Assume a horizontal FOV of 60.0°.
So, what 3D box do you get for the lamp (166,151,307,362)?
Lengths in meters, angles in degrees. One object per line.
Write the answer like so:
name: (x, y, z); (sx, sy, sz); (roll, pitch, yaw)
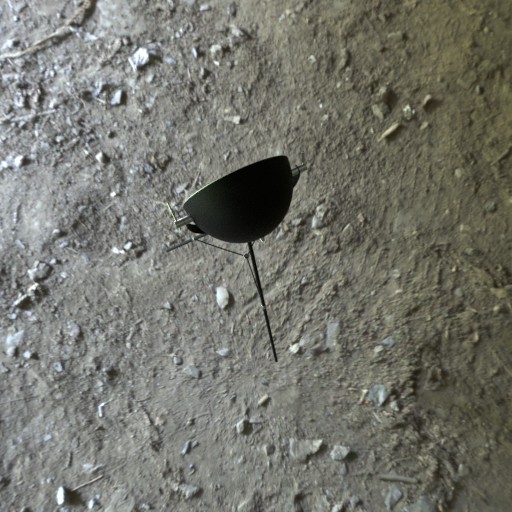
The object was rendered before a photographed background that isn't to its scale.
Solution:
lamp: (0.000, 0.000, 2.007); (0.817, 1.512, 0.920); (-25, 77, -6)
